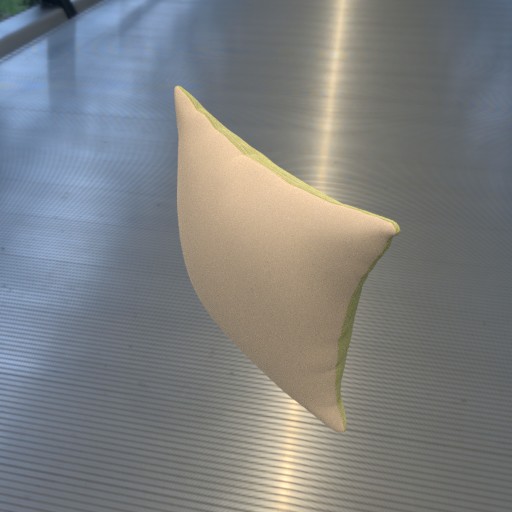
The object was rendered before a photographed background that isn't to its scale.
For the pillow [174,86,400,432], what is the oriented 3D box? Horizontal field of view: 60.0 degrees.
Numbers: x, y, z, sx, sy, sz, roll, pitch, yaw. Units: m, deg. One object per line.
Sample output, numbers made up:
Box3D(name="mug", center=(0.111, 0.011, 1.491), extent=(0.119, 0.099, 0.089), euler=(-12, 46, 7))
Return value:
Box3D(name="pillow", center=(0.000, 0.000, 0.832), extent=(0.229, 0.487, 0.560), euler=(-25, 47, -26))
